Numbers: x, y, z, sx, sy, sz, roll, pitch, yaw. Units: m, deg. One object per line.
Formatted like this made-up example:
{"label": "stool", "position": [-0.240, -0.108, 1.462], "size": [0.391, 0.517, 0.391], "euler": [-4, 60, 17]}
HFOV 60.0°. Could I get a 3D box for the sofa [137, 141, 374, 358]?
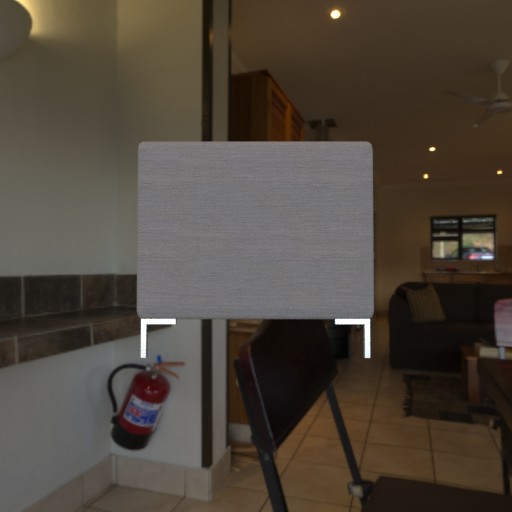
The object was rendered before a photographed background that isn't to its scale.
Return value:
{"label": "sofa", "position": [0.000, 0.000, 2.250], "size": [0.686, 0.635, 1.981], "euler": [0, -2, 0]}
